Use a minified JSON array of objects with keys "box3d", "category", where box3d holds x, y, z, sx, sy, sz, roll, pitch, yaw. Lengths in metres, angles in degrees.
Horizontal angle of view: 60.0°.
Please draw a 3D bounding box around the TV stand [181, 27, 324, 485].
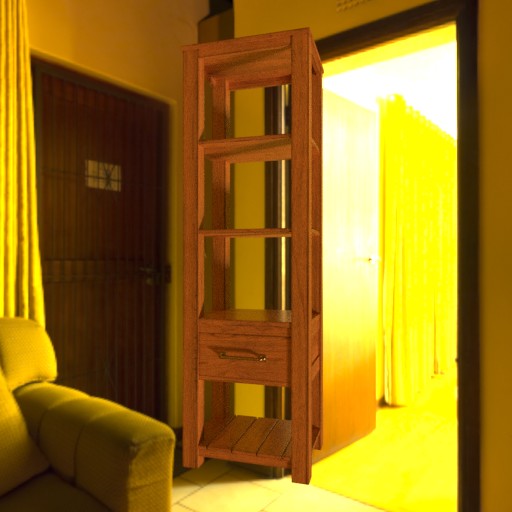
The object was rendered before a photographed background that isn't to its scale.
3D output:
[{"box3d":[0.000,0.000,2.034,0.565,1.828,0.435,0,0,17],"category":"TV stand"}]
